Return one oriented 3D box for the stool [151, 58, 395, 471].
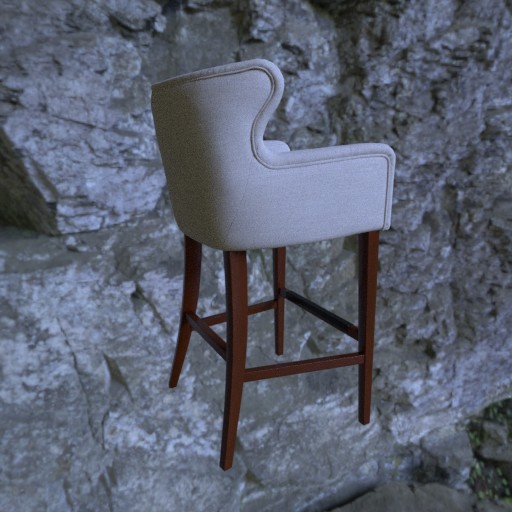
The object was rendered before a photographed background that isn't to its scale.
[{"bbox_3d":[0.000,0.000,1.358,0.563,1.034,0.556,-8,17,-27],"label":"stool"}]
